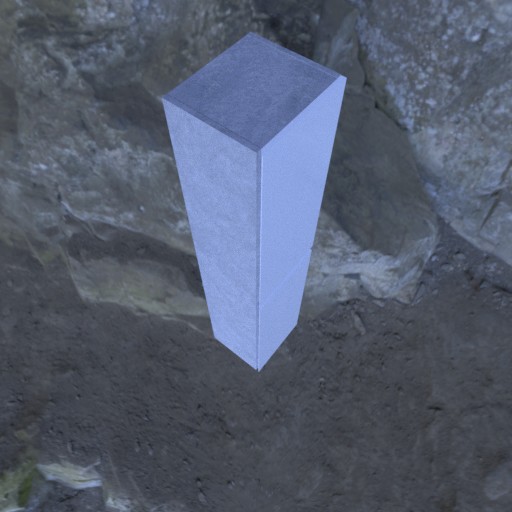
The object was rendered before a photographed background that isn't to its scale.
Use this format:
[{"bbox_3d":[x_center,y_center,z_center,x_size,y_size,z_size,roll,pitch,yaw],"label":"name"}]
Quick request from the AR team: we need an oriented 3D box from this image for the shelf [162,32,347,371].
[{"bbox_3d":[0.000,0.000,1.552,0.270,1.400,0.300,34,65,19],"label":"shelf"}]
